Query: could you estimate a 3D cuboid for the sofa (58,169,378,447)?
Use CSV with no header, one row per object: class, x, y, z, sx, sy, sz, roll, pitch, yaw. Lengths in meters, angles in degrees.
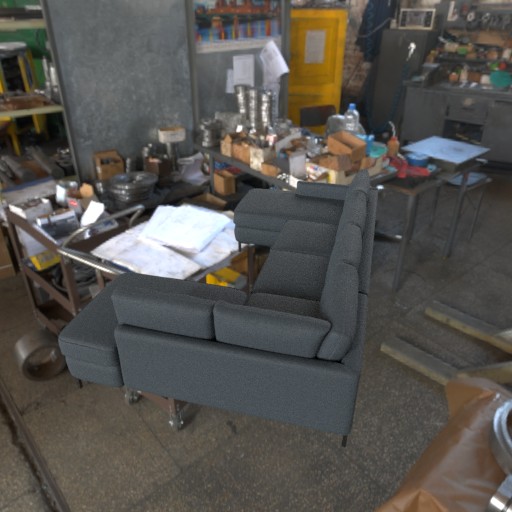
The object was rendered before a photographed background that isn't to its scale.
sofa,0.000,0.000,3.950,1.984,0.858,2.975,8,31,13
